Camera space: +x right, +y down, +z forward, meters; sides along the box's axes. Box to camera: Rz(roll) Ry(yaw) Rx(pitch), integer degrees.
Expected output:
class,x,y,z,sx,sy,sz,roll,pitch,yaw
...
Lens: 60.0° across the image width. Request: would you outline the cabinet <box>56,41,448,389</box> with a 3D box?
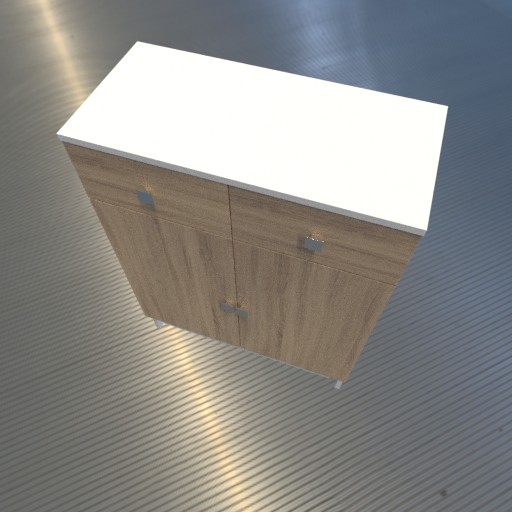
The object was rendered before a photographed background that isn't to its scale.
class,x,y,z,sx,sy,sz,roll,pitch,yaw
cabinet,0.000,0.000,1.084,0.600,0.815,0.296,16,58,10
